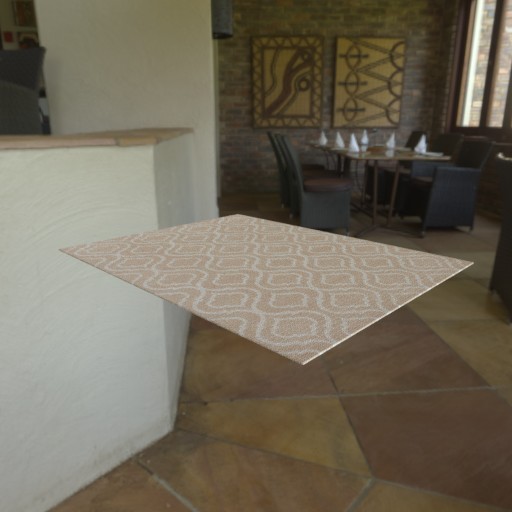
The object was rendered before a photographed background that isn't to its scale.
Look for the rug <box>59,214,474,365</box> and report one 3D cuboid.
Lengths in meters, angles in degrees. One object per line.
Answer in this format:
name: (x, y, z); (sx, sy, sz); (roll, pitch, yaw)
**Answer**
rug: (0.000, 0.000, 3.919); (2.894, 0.013, 2.286); (16, 23, 42)
